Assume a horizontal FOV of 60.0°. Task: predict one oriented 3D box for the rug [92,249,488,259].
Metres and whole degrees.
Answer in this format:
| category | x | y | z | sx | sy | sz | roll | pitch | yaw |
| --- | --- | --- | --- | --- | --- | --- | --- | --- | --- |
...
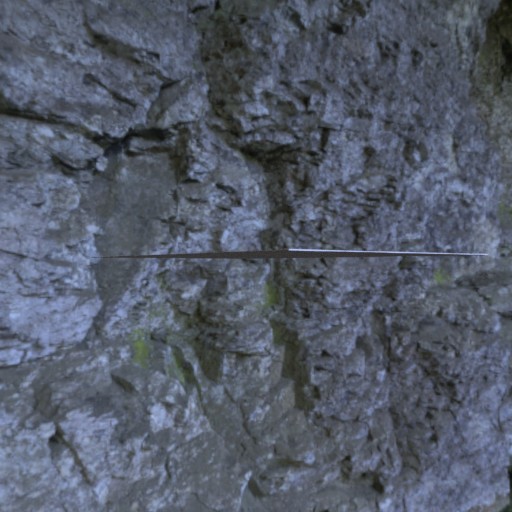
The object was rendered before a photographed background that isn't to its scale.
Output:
| category | x | y | z | sx | sy | sz | roll | pitch | yaw |
| --- | --- | --- | --- | --- | --- | --- | --- | --- | --- |
| rug | 0.000 | 0.000 | 3.074 | 1.522 | 0.012 | 2.440 | 1 | -1 | -37 |
